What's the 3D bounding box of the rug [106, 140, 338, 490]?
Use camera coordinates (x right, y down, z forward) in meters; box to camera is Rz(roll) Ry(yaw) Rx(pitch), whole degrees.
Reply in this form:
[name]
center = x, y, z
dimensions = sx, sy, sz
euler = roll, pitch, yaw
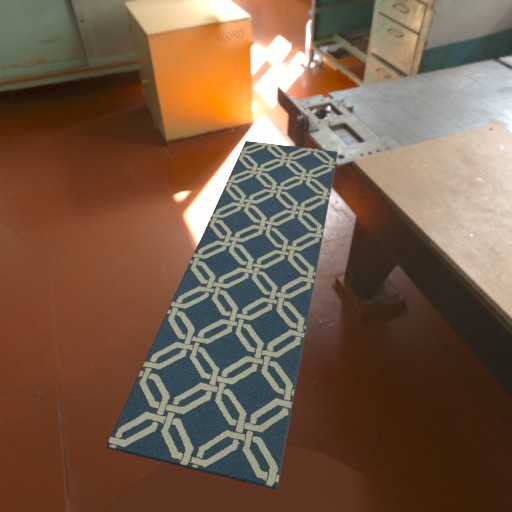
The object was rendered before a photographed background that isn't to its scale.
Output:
[rug]
center = 0.000, 0.000, 2.435
dimensions = 0.678, 0.014, 2.276
euler = 9, 46, 9
